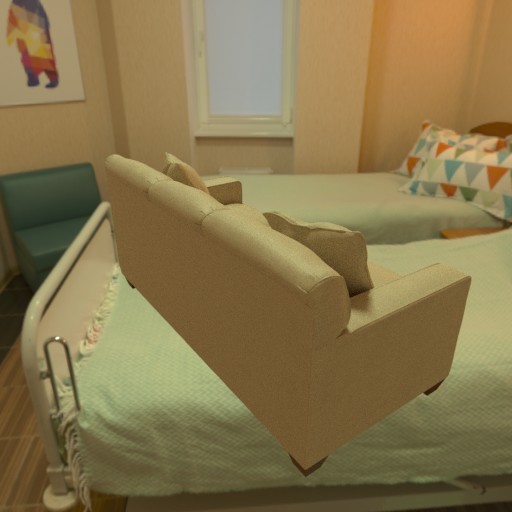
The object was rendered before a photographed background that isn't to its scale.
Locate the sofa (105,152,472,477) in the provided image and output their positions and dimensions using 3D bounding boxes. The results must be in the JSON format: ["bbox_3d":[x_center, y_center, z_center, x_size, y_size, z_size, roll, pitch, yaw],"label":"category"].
[{"bbox_3d":[0.000,0.000,2.513,0.997,0.958,2.024,-17,30,-31],"label":"sofa"}]
